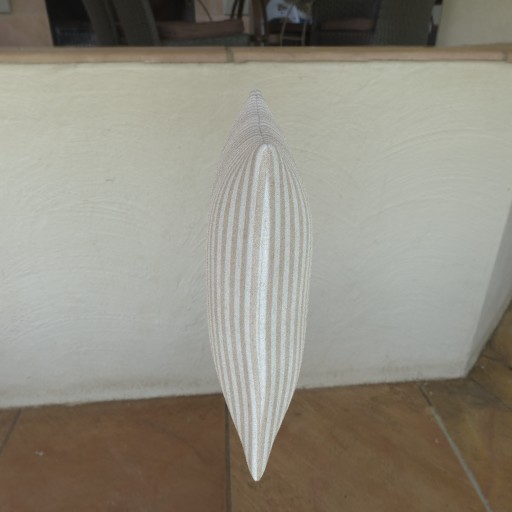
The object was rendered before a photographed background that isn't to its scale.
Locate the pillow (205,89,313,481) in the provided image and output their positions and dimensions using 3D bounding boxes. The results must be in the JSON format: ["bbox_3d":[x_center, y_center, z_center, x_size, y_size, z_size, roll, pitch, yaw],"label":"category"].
[{"bbox_3d":[0.000,0.000,0.789,0.166,0.510,0.523,-1,27,-1],"label":"pillow"}]
